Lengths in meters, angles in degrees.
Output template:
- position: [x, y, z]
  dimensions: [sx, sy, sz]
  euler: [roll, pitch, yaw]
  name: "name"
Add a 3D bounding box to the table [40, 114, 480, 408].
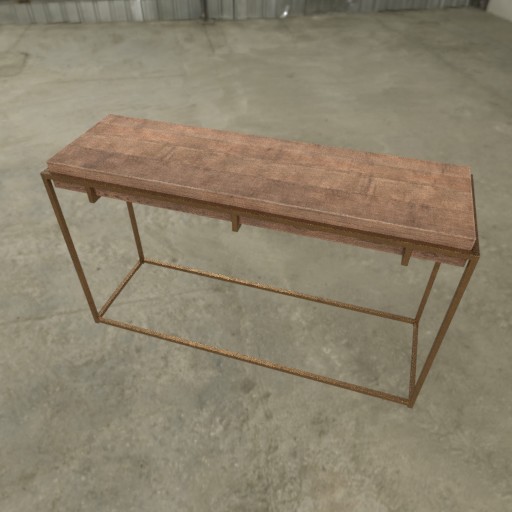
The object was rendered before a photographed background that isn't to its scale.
- position: [0.000, 0.000, 1.748]
  dimensions: [1.400, 0.820, 0.440]
  euler: [12, 43, 13]
  name: "table"
